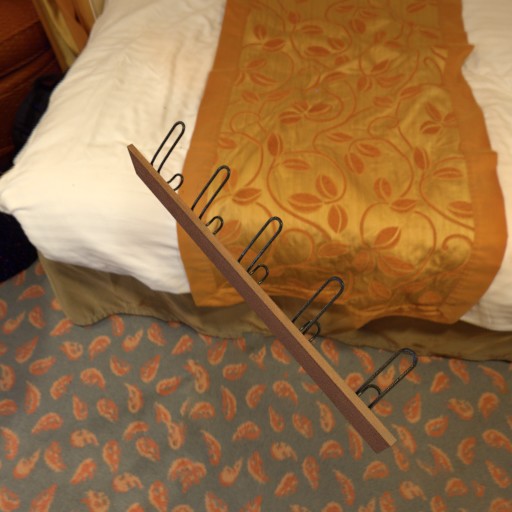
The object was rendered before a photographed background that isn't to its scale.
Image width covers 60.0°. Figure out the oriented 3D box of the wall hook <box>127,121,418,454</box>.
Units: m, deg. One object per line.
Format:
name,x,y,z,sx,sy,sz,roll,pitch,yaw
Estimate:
wall hook,0.000,0.000,0.601,0.076,0.116,0.554,-34,65,-19
